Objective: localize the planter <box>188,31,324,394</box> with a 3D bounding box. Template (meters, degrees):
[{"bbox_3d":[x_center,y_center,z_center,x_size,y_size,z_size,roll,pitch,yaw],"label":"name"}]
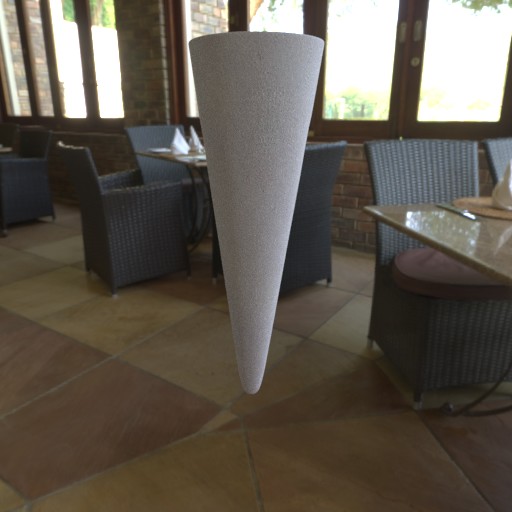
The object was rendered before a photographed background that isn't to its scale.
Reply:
[{"bbox_3d":[0.000,0.000,0.297,0.078,0.259,0.087,-2,18,-7],"label":"planter"}]
